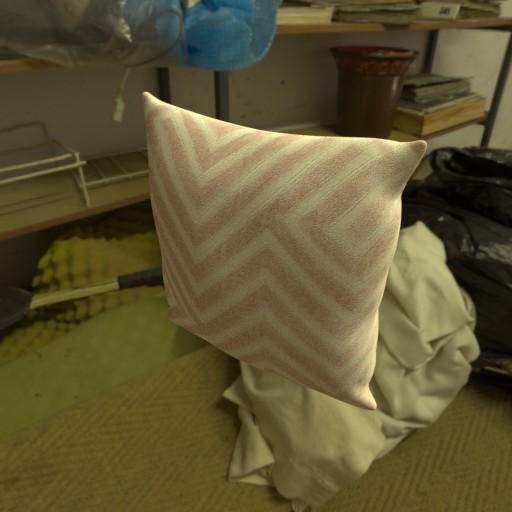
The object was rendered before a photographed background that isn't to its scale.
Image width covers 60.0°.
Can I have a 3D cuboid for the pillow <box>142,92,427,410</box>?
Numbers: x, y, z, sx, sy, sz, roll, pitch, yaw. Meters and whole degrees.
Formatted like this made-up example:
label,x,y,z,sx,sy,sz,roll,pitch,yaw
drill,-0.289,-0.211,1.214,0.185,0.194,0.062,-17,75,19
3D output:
label,x,y,z,sx,sy,sz,roll,pitch,yaw
pillow,0.000,0.000,0.683,0.440,0.441,0.182,19,36,29
